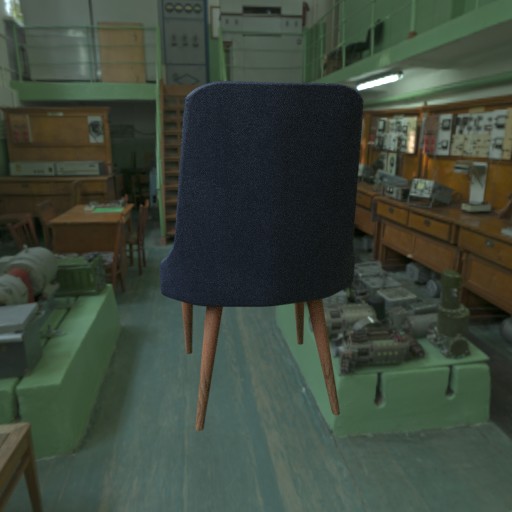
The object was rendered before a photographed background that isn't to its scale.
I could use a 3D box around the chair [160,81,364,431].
[{"bbox_3d":[0.000,0.000,1.191,0.504,0.820,0.567,-3,16,-10],"label":"chair"}]
